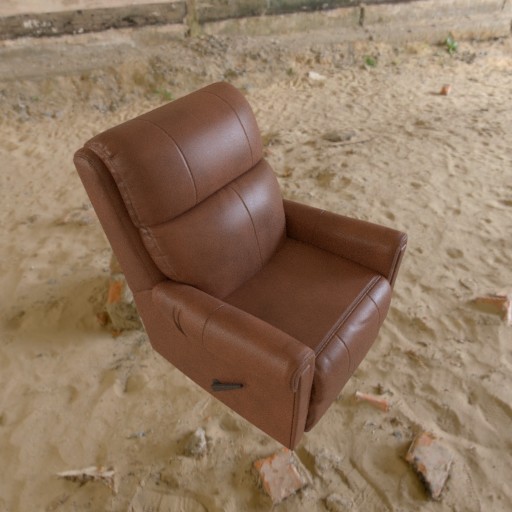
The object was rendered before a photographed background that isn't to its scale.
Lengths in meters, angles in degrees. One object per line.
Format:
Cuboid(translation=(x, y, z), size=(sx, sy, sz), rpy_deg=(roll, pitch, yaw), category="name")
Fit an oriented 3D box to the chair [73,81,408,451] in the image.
Cuboid(translation=(0.000, 0.000, 1.764), size=(1.014, 1.054, 0.838), rpy_deg=(27, 48, 27), category="chair")
